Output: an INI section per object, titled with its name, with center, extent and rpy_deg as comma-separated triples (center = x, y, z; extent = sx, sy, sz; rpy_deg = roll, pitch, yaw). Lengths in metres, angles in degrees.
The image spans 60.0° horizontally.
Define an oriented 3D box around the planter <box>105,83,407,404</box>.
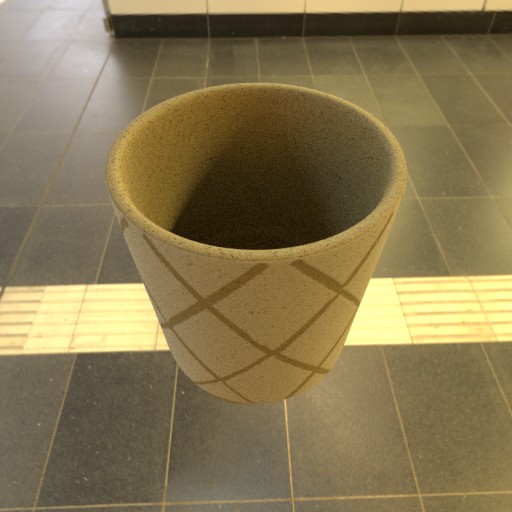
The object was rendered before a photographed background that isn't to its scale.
[planter]
center = 0.000, 0.000, 0.358
extent = 0.191, 0.199, 0.191
rpy_deg = 0, 47, 0
